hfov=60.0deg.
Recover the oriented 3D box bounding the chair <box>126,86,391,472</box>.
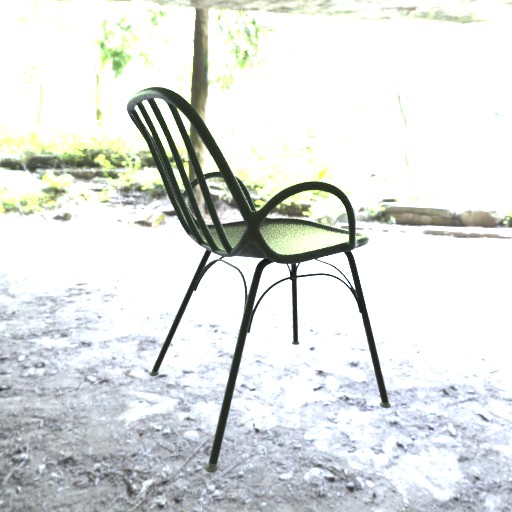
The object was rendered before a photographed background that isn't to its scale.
[{"bbox_3d":[0.000,0.000,1.205,0.597,0.816,0.549,-7,15,-27],"label":"chair"}]
